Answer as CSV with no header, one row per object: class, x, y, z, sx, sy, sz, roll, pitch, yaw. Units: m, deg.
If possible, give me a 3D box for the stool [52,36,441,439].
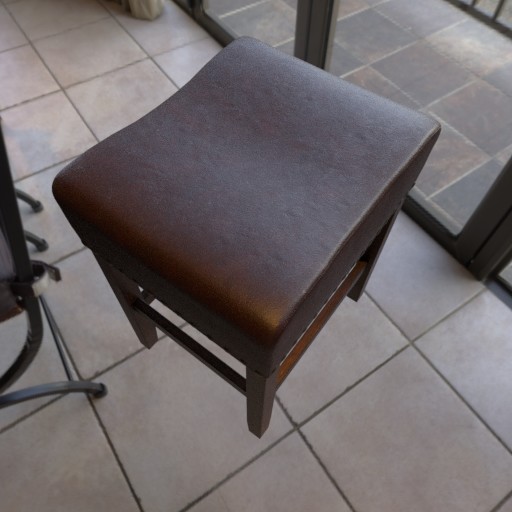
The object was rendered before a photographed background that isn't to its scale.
stool,0.000,0.000,0.899,0.397,0.608,0.465,33,63,19
